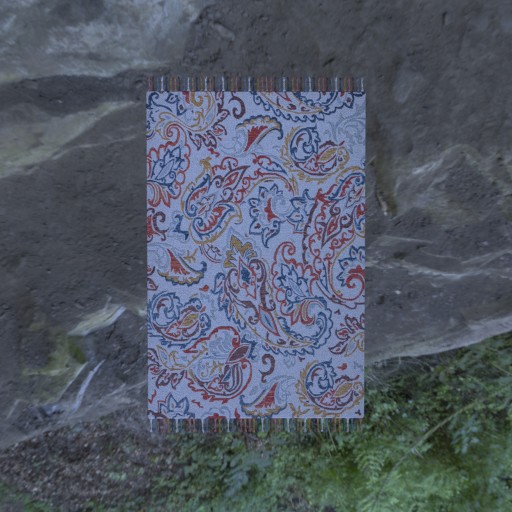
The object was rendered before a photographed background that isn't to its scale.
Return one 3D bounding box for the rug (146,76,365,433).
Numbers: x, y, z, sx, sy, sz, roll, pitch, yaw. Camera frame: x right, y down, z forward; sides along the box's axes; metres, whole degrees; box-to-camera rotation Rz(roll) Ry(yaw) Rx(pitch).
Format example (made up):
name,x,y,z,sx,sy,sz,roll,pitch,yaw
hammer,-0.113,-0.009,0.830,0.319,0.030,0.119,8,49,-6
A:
name,x,y,z,sx,sy,sz,roll,pitch,yaw
rug,0.000,0.000,2.482,1.218,0.010,1.997,0,91,0
